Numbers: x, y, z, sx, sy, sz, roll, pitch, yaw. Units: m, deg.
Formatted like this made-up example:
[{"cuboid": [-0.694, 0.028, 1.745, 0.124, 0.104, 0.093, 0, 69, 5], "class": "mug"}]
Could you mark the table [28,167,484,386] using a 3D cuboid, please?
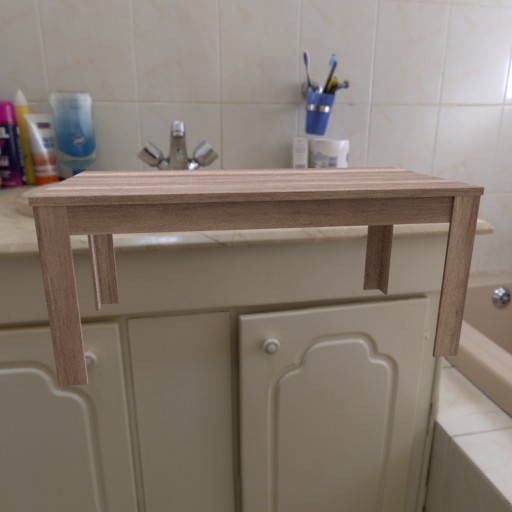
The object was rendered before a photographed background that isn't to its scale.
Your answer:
[{"cuboid": [0.000, 0.000, 2.269, 1.800, 0.790, 0.900, -2, 17, -8], "class": "table"}]
